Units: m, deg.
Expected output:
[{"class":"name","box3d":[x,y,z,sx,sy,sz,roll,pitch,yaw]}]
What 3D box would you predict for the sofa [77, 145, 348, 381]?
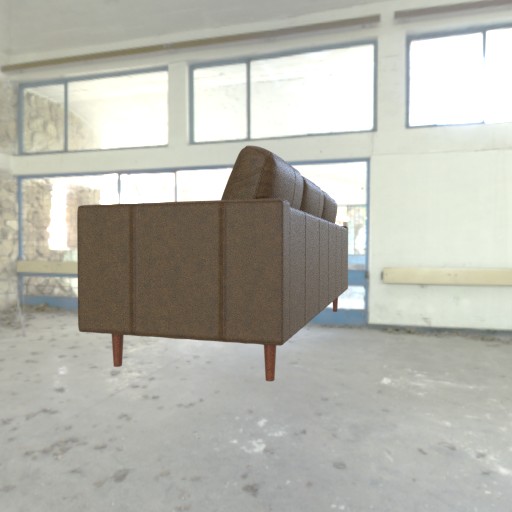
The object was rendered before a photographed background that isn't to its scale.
[{"class":"sofa","box3d":[0.000,0.000,2.753,0.903,0.930,2.231,0,1,18]}]
